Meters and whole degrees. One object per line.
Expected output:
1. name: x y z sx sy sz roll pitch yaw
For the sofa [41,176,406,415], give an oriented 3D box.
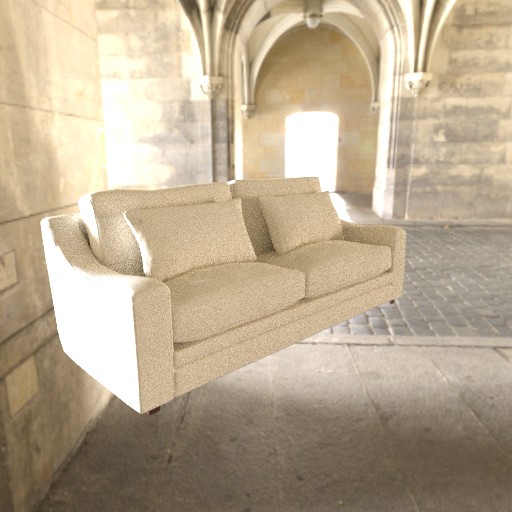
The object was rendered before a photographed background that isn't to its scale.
1. sofa: 0.000 0.000 3.083 2.470 1.022 1.009 -13 18 -43
